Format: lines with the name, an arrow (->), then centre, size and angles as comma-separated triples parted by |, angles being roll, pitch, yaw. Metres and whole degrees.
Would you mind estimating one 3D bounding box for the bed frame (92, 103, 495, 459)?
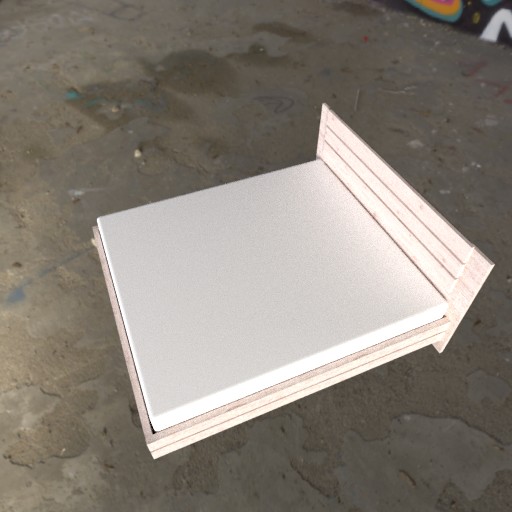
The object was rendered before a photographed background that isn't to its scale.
bed frame -> 0.000, 0.000, 3.160 | 2.080, 0.970, 1.950 | -17, 50, -15
